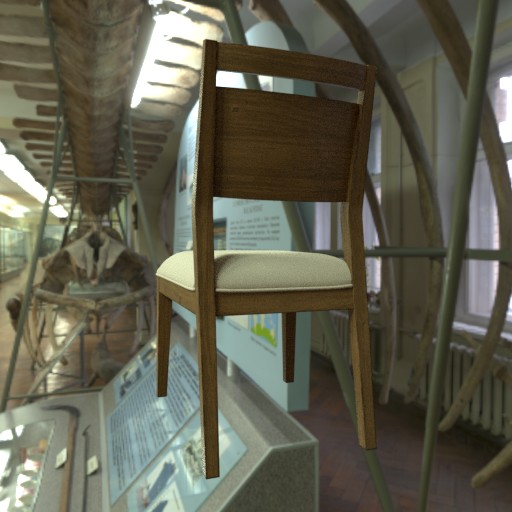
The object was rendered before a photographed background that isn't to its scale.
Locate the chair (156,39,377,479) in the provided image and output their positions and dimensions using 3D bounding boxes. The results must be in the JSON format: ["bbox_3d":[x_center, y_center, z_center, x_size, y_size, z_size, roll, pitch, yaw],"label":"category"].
[{"bbox_3d":[0.000,0.000,1.273,0.497,0.939,0.610,0,1,-20],"label":"chair"}]
